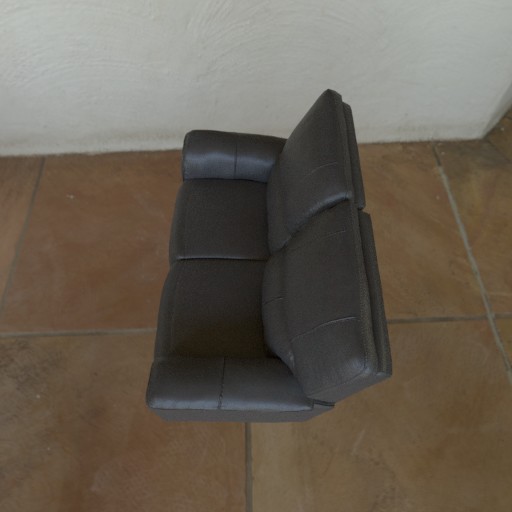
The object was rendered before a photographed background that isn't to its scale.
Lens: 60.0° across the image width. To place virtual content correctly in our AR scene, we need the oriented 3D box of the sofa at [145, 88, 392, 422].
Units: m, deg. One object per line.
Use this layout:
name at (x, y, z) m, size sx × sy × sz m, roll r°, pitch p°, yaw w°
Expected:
sofa at (0.000, 0.000, 2.514) m, size 1.104 × 1.111 × 1.765 m, roll 1°, pitch 58°, yaw 1°
